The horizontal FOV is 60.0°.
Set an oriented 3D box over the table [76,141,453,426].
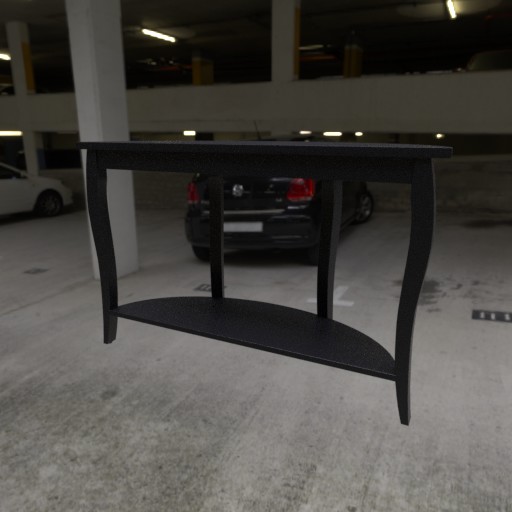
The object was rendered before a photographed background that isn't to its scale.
[{"bbox_3d":[0.000,0.000,1.574,1.219,0.780,0.394,8,18,25],"label":"table"}]
